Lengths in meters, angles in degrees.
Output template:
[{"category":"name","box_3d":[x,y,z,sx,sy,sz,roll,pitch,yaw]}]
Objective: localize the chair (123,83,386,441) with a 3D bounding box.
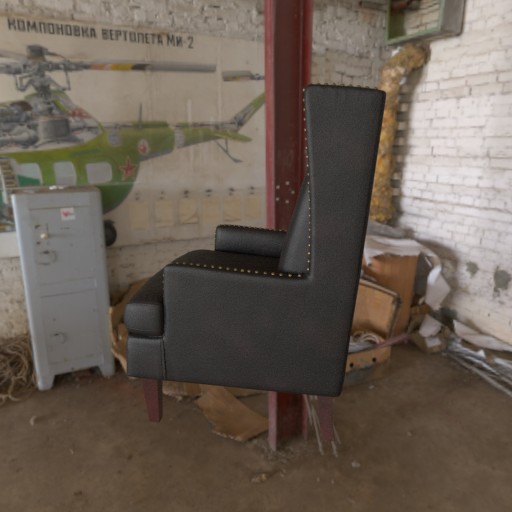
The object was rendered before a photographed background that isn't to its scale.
[{"category":"chair","box_3d":[0.000,0.000,1.665,0.799,1.142,0.703,2,15,9]}]
